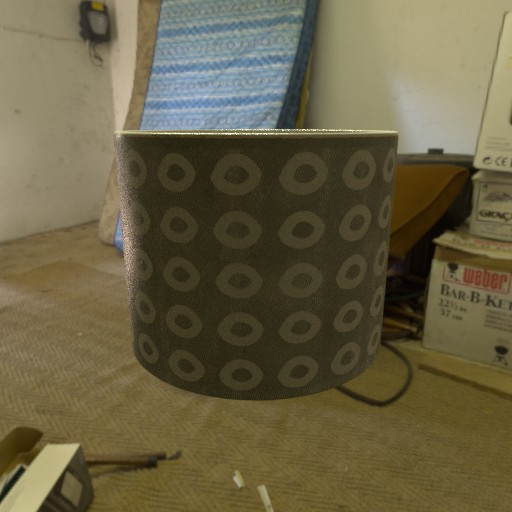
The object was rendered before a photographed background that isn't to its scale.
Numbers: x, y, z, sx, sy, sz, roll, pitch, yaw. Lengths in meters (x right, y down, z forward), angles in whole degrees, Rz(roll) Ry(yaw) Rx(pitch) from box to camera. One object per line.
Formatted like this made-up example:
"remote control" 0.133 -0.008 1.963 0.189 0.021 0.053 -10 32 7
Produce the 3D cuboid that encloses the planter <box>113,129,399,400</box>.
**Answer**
"planter" 0.000 0.000 0.334 0.190 0.181 0.190 0 16 0
